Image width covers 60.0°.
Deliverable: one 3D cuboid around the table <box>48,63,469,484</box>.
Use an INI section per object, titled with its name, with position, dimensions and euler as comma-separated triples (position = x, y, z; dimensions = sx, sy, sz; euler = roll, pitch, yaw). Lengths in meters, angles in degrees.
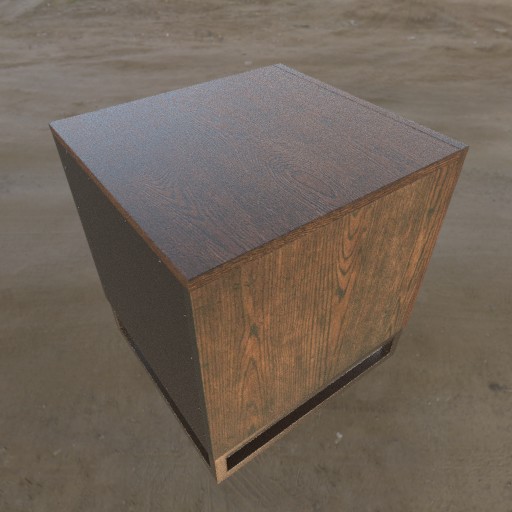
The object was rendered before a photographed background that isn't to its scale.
[table]
position = 0.000, 0.000, 0.970
dimensions = 0.566, 0.582, 0.506
euler = -26, 48, -26
